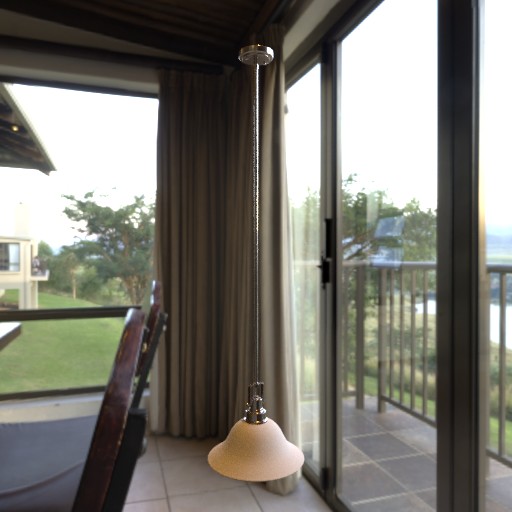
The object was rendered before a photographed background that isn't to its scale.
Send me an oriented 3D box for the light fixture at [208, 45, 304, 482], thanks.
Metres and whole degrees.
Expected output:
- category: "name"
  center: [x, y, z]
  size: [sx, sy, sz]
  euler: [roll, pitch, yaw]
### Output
- category: "light fixture"
  center: [0.000, 0.000, 1.484]
  size: [0.324, 1.354, 0.324]
  euler: [-1, 1, -36]
